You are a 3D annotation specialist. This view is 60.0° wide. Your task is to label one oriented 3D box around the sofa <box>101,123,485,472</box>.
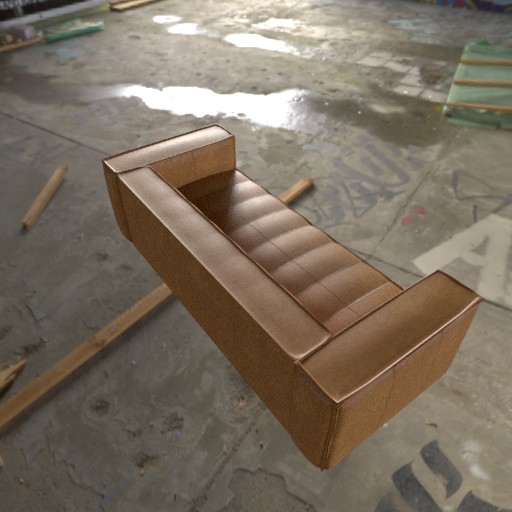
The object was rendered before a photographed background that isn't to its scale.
[{"bbox_3d":[0.000,0.000,3.015,1.102,0.701,2.581,-26,48,-26],"label":"sofa"}]
